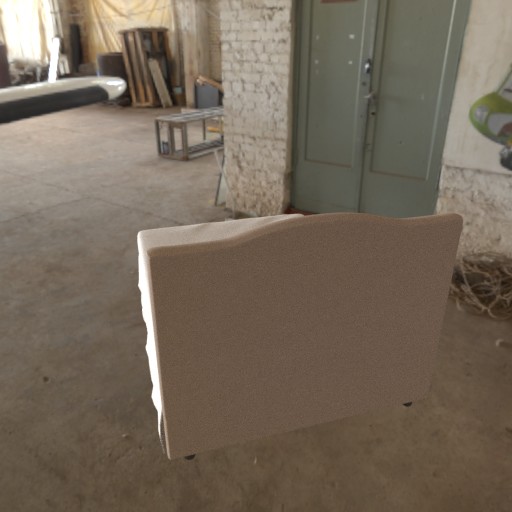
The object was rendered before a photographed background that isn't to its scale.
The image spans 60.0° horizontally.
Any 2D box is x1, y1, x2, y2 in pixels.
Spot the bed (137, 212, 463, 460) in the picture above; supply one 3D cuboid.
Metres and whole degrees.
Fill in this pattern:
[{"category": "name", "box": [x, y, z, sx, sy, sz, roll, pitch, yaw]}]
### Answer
[{"category": "bed", "box": [0.000, 0.000, 3.447, 1.821, 1.436, 2.282, -7, 26, -15]}]
